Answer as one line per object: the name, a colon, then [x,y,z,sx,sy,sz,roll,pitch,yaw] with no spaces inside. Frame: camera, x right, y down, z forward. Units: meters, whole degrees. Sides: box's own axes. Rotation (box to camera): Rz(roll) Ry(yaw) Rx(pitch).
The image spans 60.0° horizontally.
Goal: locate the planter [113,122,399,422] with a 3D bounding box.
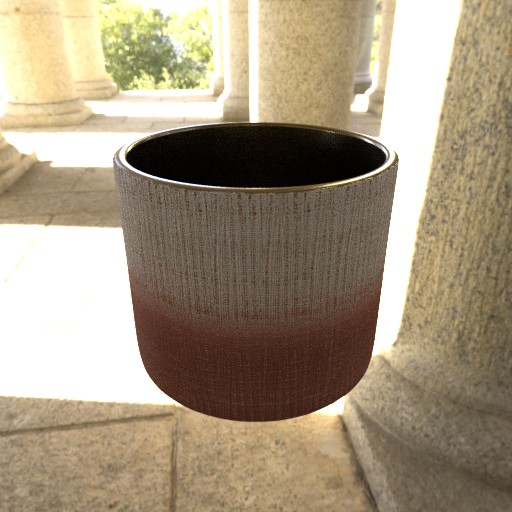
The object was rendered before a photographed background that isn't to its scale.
planter: [0.000,0.000,0.449,0.254,0.221,0.254,0,27,0]
